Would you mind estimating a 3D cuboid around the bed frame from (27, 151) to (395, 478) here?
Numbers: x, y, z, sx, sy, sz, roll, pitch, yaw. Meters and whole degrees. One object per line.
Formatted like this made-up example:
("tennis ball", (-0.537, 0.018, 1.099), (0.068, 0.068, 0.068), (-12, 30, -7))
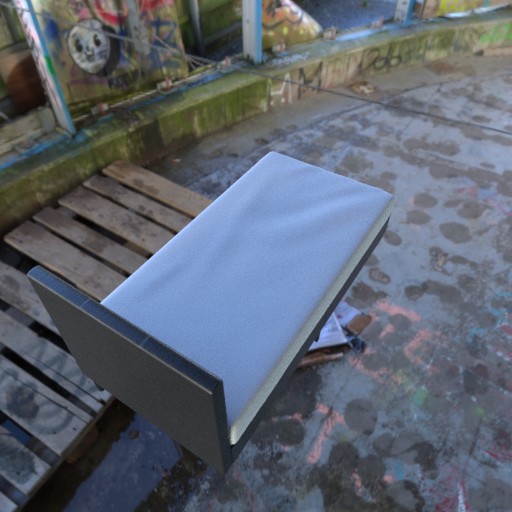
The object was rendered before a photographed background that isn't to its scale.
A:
("bed frame", (0.000, 0.000, 2.567), (1.038, 1.046, 2.152), (25, 52, 22))
